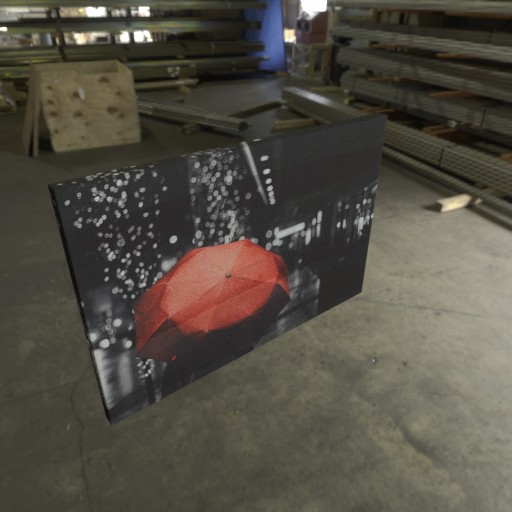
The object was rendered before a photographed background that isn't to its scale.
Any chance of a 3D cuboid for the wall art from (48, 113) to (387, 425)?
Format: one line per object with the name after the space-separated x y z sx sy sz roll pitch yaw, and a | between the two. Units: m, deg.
0.000 0.000 1.173 0.914 0.609 0.038 -21 37 -32 | wall art
